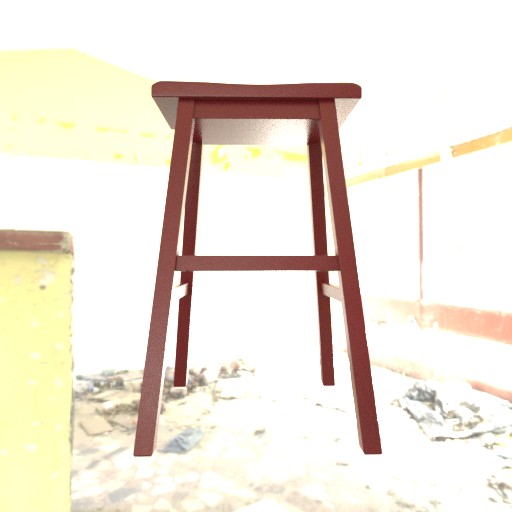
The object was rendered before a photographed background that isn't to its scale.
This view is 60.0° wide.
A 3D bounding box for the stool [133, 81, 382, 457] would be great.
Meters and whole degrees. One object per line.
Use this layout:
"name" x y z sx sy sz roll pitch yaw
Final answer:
"stool" 0.000 0.000 1.053 0.457 0.737 0.476 0 0 -1
